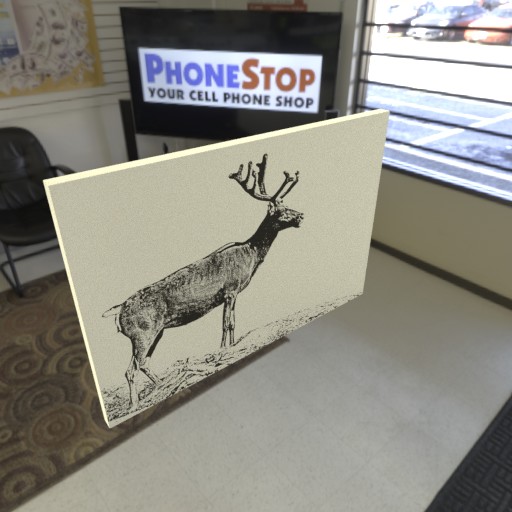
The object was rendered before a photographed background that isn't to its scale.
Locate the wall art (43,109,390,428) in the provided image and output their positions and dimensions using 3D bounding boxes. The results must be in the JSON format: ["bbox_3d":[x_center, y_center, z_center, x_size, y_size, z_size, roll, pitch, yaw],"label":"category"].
[{"bbox_3d":[0.000,0.000,1.150,0.906,0.617,0.033,-21,37,-32],"label":"wall art"}]
